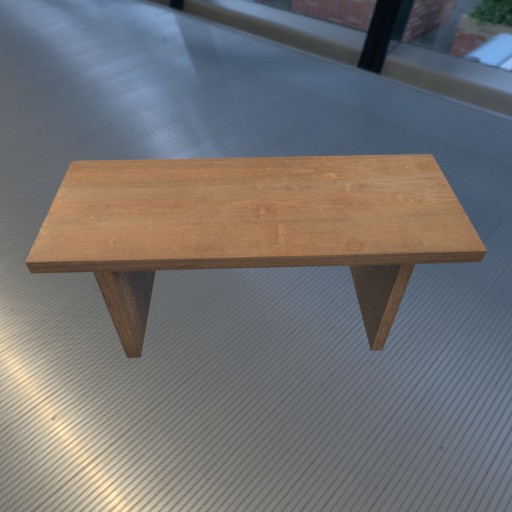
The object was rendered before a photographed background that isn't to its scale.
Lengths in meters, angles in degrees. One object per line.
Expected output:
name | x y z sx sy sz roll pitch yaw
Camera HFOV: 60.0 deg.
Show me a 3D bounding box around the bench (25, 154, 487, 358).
bench | 0.000 0.000 1.457 1.183 0.458 0.458 -1 45 -1
